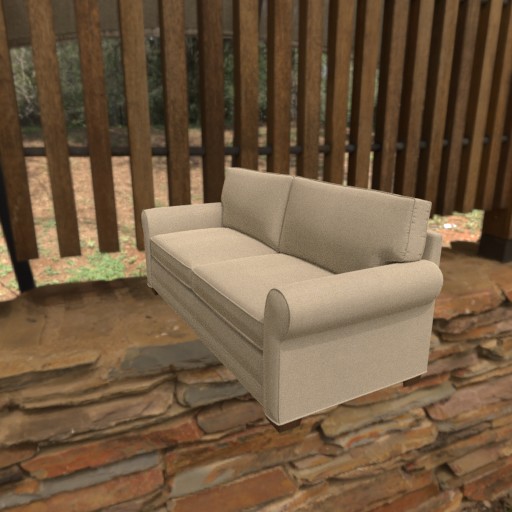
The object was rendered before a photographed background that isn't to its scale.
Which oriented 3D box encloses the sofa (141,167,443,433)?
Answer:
[{"bbox_3d":[0.000,0.000,2.758,0.901,0.962,2.146,-8,18,-27],"label":"sofa"}]
